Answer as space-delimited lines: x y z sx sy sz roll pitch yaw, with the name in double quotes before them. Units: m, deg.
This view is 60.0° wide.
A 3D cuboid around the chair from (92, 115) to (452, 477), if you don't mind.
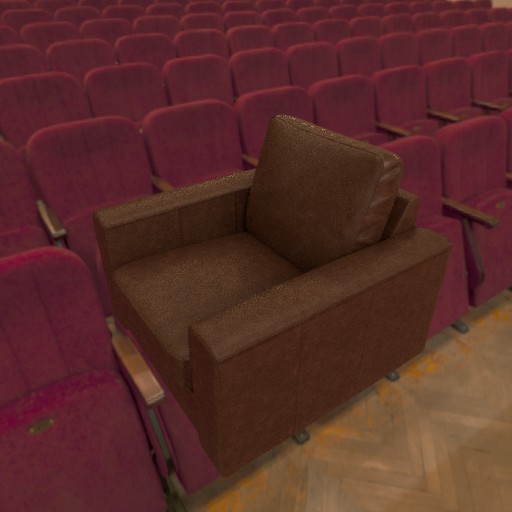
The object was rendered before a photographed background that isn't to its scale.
"chair" 0.000 0.000 1.733 1.016 0.873 1.005 -21 38 -29
